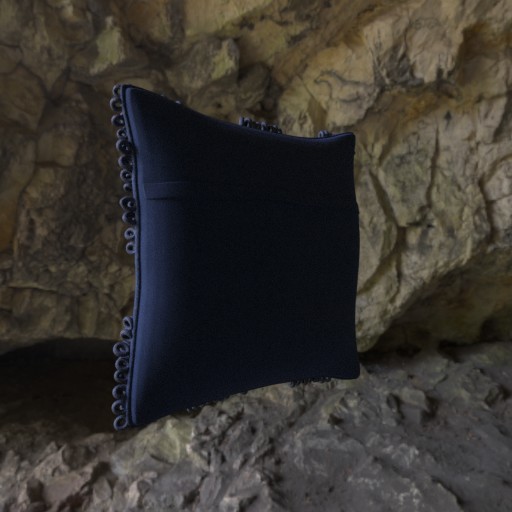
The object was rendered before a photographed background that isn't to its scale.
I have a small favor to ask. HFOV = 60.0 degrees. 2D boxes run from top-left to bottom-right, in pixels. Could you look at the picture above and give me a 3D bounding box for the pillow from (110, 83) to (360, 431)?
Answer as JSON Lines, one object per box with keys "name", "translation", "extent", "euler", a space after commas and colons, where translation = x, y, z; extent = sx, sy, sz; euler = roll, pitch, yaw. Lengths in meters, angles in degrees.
{"name": "pillow", "translation": [0.000, 0.000, 0.719], "extent": [0.469, 0.466, 0.172], "euler": [0, 0, -36]}
